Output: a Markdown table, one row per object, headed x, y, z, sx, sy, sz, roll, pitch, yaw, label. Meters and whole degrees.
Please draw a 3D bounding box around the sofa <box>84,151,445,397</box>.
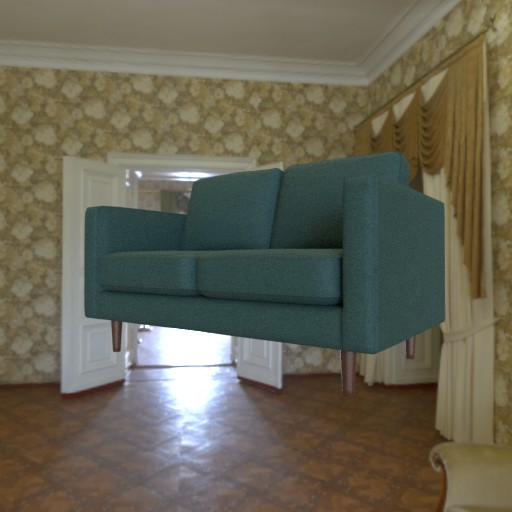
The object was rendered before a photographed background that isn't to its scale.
| x | y | z | sx | sy | sz | roll | pitch | yaw | label |
| --- | --- | --- | --- | --- | --- | --- | --- | --- | --- |
| 0.000 | 0.000 | 2.018 | 1.430 | 0.899 | 0.879 | 0 | -1 | 36 | sofa |
